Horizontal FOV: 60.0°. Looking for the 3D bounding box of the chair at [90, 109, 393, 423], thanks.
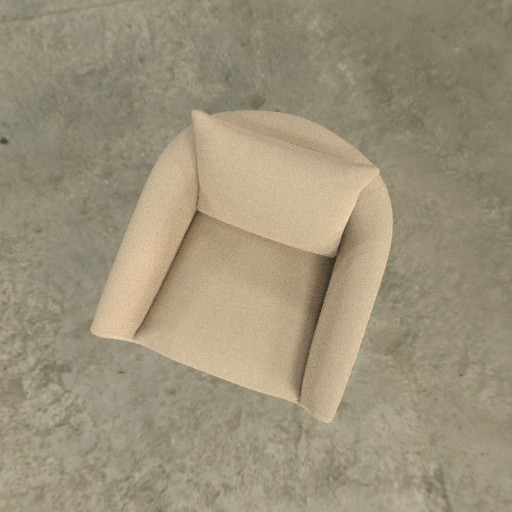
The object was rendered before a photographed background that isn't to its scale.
[{"bbox_3d":[0.000,0.000,1.635,0.845,0.848,0.910,19,78,4],"label":"chair"}]
